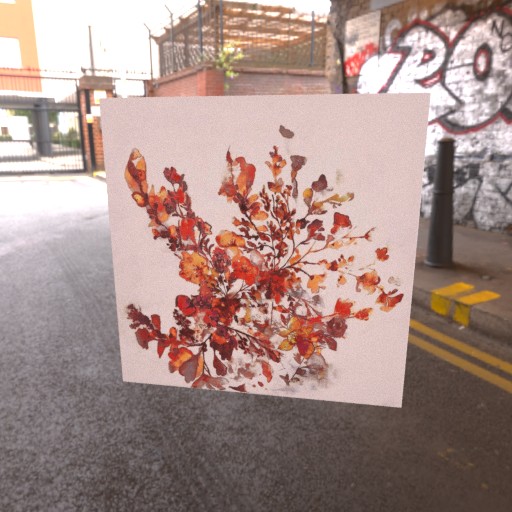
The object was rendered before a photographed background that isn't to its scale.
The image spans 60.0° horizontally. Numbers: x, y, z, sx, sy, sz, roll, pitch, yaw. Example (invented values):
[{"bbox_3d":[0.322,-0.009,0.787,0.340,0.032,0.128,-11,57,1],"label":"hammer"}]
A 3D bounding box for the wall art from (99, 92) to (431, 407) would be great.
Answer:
[{"bbox_3d":[0.000,0.000,1.481,1.009,1.009,0.049,2,15,9],"label":"wall art"}]
